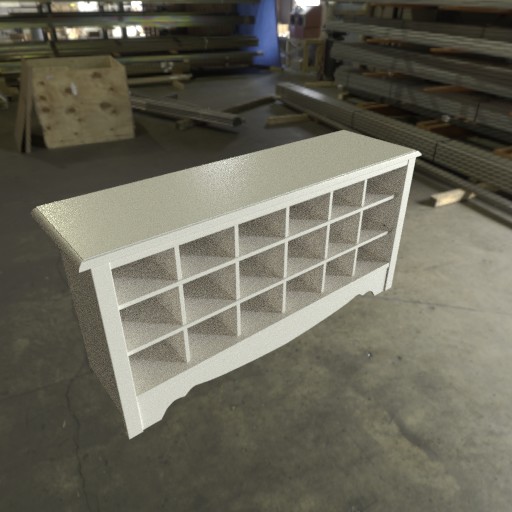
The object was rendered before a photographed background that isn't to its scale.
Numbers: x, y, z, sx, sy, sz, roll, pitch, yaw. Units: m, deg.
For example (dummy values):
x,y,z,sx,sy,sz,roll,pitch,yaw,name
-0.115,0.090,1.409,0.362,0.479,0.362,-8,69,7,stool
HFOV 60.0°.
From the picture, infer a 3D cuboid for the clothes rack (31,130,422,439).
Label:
x,y,z,sx,sy,sz,roll,pitch,yaw,name
0.000,0.000,1.379,1.120,0.531,0.324,-22,37,-32,clothes rack
